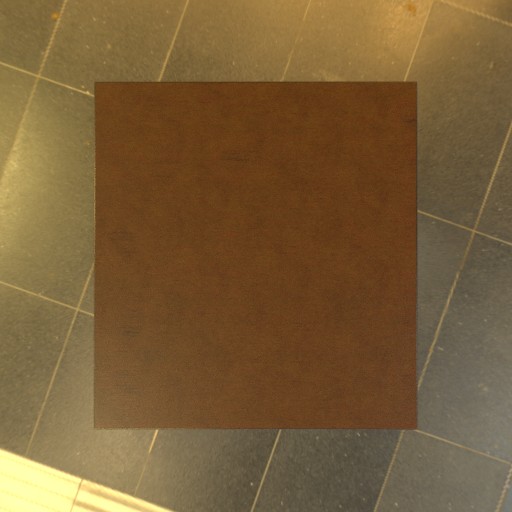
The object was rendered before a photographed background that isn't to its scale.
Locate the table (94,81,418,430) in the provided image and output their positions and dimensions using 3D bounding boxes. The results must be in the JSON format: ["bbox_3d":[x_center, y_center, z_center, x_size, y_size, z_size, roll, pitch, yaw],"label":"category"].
[{"bbox_3d":[0.000,0.000,1.040,0.560,0.562,0.602,0,90,0],"label":"table"}]
